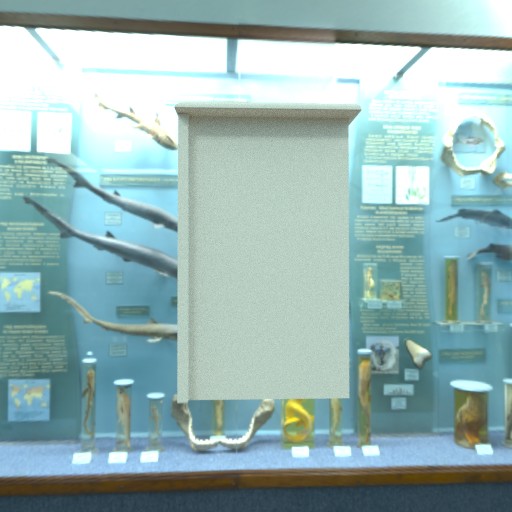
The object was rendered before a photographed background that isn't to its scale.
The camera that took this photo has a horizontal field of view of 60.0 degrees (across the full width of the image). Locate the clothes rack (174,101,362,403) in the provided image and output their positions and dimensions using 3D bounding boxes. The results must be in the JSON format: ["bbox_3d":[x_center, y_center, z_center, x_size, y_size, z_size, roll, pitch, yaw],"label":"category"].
[{"bbox_3d":[0.000,0.000,1.323,0.324,0.531,1.120,0,-1,-2],"label":"clothes rack"}]
